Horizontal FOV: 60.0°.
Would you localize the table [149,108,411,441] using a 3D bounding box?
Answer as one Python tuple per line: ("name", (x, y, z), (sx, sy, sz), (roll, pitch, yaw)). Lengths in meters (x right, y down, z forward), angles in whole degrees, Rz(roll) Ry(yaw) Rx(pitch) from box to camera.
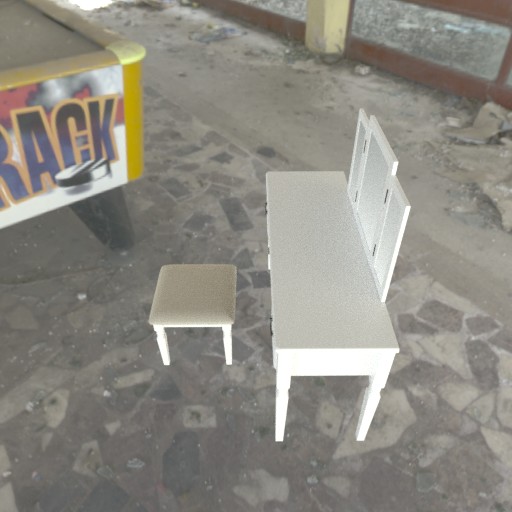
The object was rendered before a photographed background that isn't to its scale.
("table", (0.000, 0.000, 2.280), (1.115, 1.310, 1.369), (0, 40, 0))
